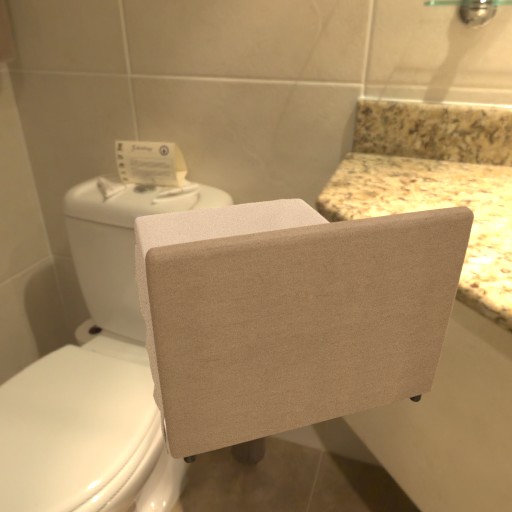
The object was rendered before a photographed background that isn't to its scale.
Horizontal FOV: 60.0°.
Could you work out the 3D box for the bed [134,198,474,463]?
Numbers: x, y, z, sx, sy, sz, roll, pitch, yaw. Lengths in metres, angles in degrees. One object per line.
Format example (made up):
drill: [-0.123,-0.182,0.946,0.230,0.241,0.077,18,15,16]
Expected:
bed: [0.000,0.000,3.214,1.713,1.330,2.162,-8,29,-16]
